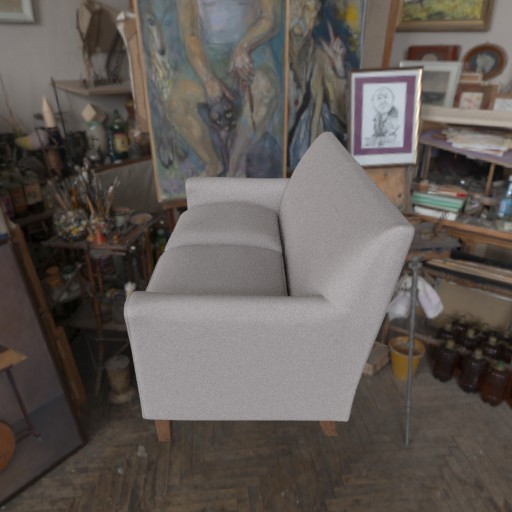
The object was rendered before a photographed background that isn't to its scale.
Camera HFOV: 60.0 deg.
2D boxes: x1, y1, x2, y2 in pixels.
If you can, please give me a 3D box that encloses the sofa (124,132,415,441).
[{"bbox_3d":[0.000,0.000,2.080,0.888,0.890,1.482,0,26,0],"label":"sofa"}]
